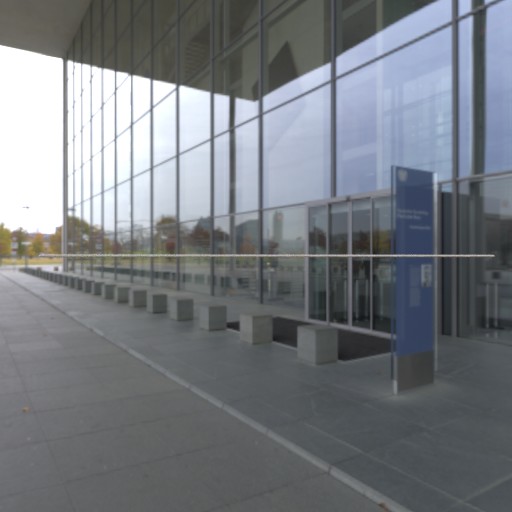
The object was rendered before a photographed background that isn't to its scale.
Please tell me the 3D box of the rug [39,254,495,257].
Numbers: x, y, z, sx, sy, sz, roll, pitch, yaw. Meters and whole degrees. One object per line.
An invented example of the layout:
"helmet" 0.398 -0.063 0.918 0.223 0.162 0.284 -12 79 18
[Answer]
"rug" 0.000 0.000 2.818 2.286 0.011 1.524 0 0 -18
